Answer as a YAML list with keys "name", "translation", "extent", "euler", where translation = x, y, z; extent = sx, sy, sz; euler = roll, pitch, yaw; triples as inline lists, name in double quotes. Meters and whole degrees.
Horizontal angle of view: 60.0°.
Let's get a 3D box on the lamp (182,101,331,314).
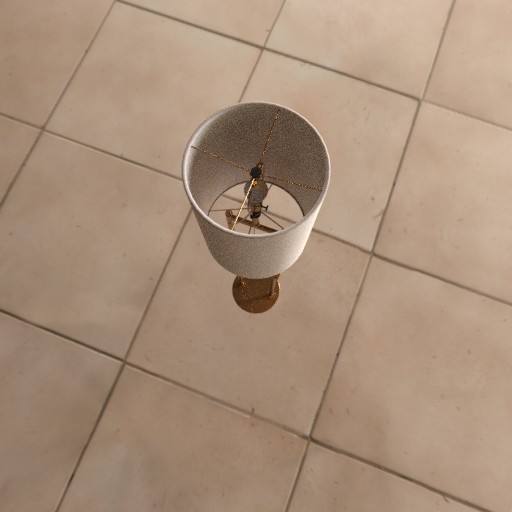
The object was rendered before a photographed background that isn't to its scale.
- name: "lamp"
  translation: [0.000, 0.000, 1.635]
  extent: [0.306, 1.500, 0.305]
  euler: [20, 77, 5]
